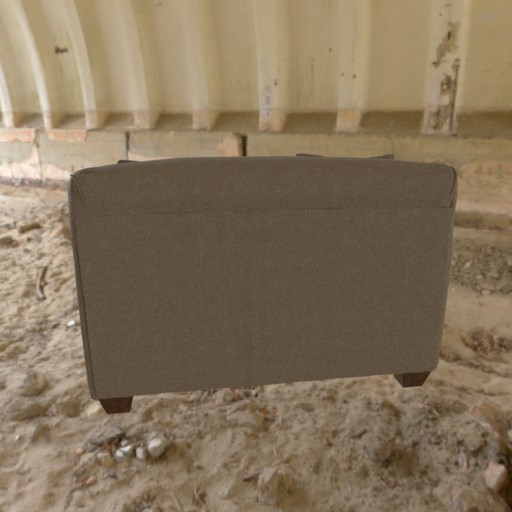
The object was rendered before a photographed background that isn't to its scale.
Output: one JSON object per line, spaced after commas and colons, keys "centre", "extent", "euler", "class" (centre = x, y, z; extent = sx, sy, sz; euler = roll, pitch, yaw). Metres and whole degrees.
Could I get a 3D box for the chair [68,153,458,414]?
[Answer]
{"centre": [0.000, 0.000, 2.060], "extent": [1.395, 0.953, 0.992], "euler": [-2, 16, -8], "class": "chair"}
